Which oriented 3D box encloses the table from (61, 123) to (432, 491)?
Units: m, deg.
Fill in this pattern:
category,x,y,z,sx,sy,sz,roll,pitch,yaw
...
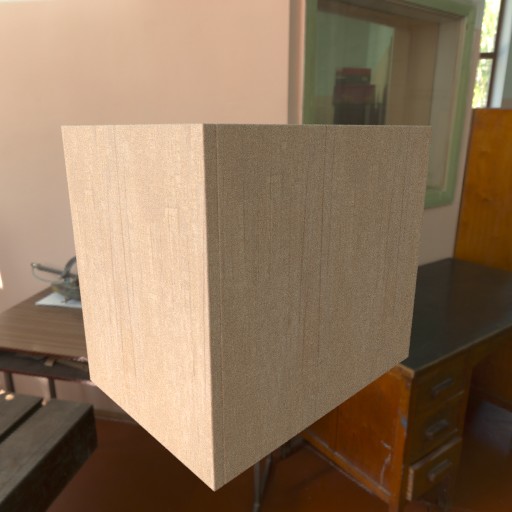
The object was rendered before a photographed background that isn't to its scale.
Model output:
category,x,y,z,sx,sy,sz,roll,pitch,yaw
table,0.000,0.000,0.904,0.570,0.510,0.420,-15,22,-42
